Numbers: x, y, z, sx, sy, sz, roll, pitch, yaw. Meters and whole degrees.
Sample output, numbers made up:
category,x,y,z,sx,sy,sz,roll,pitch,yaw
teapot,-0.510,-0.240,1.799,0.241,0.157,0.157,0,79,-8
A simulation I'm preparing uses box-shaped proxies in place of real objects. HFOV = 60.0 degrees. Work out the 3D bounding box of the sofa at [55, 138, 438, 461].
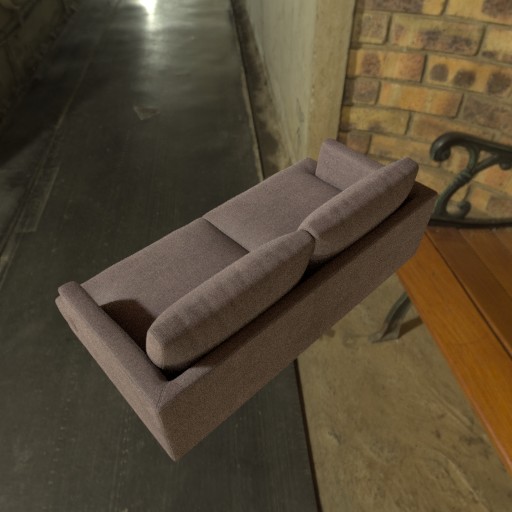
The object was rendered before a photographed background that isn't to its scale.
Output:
category,x,y,z,sx,sy,sz,roll,pitch,yaw
sofa,0.000,0.000,2.492,1.948,0.868,1.020,-34,55,-28
